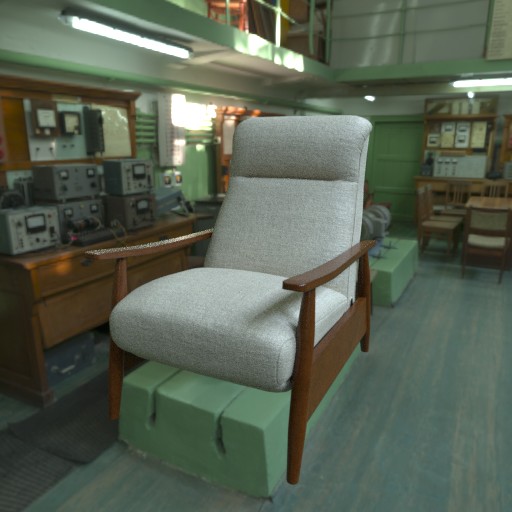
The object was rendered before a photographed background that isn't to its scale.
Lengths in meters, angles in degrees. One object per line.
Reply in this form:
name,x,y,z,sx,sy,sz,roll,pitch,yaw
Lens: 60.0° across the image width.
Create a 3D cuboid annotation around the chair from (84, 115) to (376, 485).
chair,0.000,0.000,1.735,0.762,1.082,1.014,7,17,25
